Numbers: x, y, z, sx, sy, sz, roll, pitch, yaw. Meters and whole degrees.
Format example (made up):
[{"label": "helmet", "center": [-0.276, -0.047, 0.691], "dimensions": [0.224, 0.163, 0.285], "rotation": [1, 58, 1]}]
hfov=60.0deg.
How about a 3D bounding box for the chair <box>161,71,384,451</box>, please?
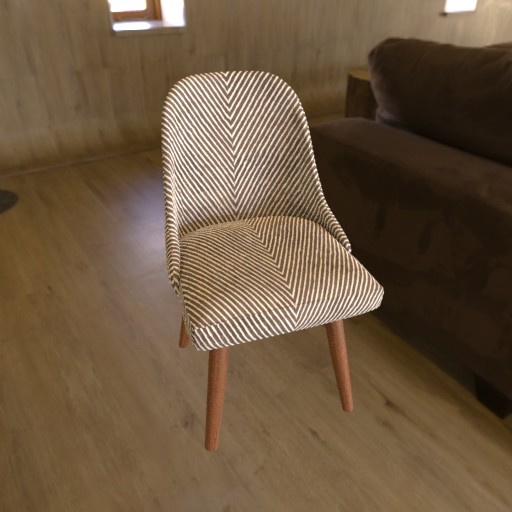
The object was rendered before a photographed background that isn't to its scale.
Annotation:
[{"label": "chair", "center": [0.000, 0.000, 1.253], "dimensions": [0.504, 0.883, 0.591], "rotation": [-10, 34, -15]}]
